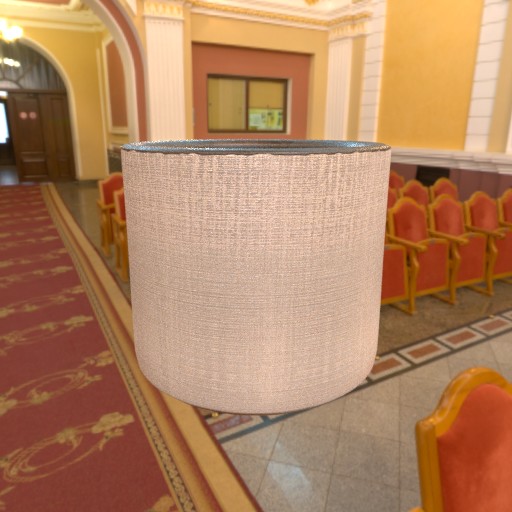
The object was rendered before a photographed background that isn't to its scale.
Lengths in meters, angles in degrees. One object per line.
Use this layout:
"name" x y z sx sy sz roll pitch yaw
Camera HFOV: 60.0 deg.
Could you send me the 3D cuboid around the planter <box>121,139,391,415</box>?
"planter" 0.000 0.000 0.225 0.125 0.112 0.125 0 16 0
